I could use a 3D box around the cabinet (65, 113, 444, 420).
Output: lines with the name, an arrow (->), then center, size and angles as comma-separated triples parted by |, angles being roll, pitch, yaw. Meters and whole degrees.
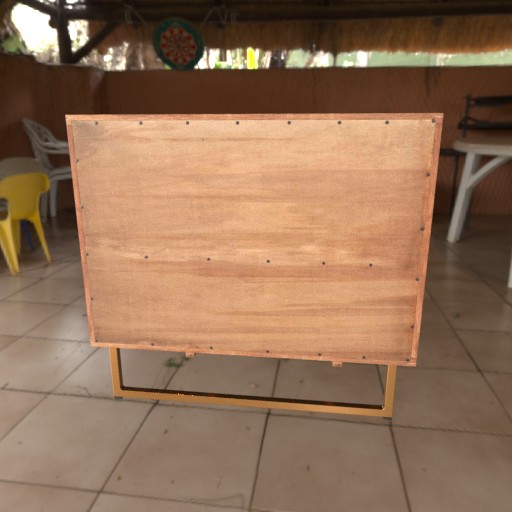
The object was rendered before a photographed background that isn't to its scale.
cabinet -> 0.000, 0.000, 1.434 | 0.950, 0.860, 0.451 | 2, 16, 7
